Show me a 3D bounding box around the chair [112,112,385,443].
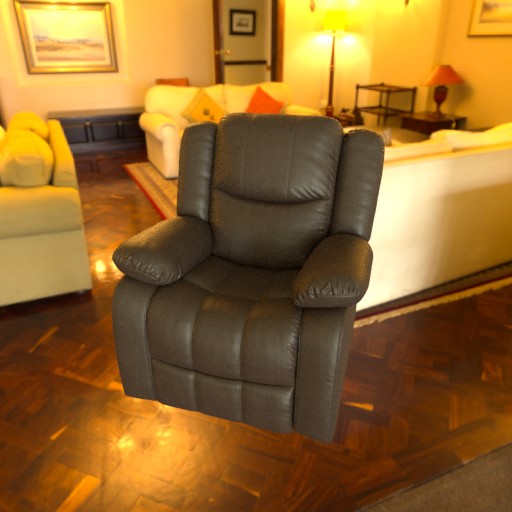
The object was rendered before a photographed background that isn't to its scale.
[{"bbox_3d":[0.000,0.000,1.768,0.899,1.009,0.934,8,27,15],"label":"chair"}]
